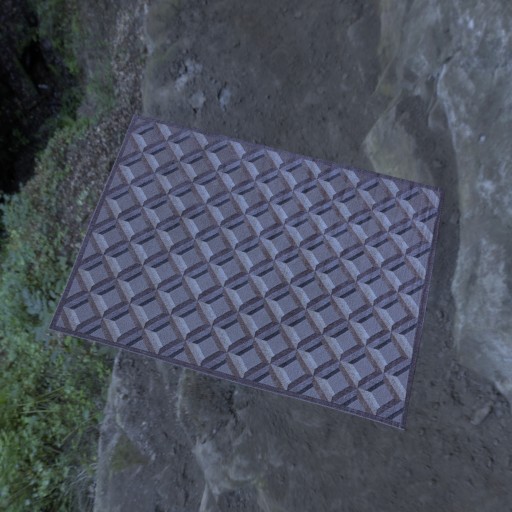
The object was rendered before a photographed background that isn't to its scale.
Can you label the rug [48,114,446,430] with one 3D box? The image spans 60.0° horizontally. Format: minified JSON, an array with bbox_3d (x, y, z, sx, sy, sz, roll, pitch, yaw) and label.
[{"bbox_3d":[0.000,0.000,2.900,2.260,0.013,1.600,15,75,4],"label":"rug"}]
